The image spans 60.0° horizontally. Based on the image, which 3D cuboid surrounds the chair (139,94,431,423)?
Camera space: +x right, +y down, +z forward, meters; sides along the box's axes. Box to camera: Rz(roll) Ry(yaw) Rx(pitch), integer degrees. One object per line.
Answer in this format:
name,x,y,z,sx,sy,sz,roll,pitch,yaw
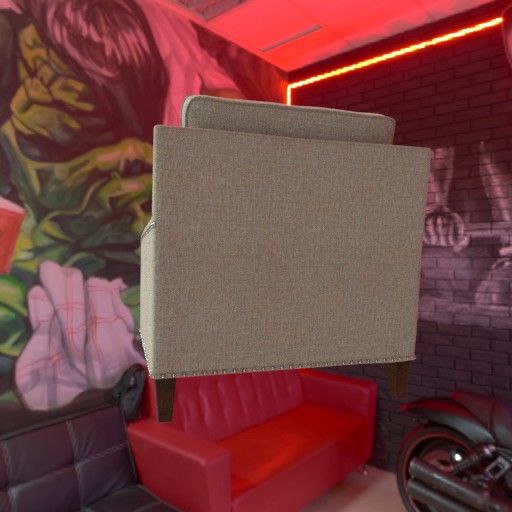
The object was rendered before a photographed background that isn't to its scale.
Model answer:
chair,0.000,0.000,1.731,0.853,0.943,1.014,0,-1,-17
